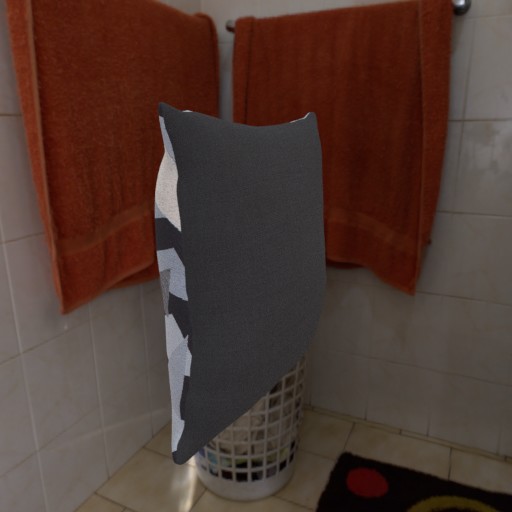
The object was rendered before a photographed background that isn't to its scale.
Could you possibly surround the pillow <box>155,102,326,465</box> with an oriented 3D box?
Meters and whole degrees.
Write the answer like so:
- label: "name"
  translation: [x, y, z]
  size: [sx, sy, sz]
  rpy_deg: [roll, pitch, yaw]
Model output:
- label: "pillow"
  translation: [0.000, 0.000, 0.775]
  size: [0.208, 0.496, 0.503]
  rpy_deg: [8, 17, 26]
